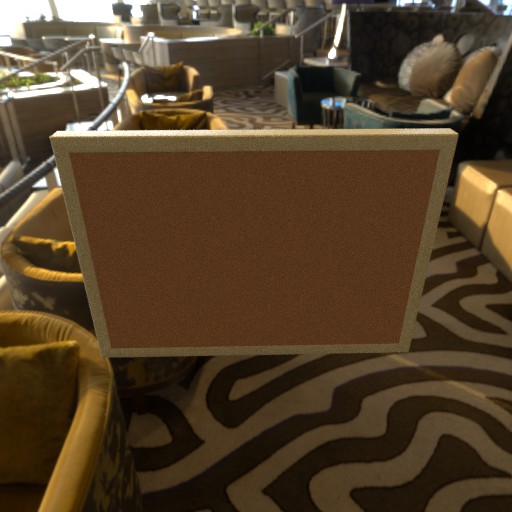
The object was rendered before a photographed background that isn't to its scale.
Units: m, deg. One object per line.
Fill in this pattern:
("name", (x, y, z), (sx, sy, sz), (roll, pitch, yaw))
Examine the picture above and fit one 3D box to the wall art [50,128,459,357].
("wall art", (0.000, 0.000, 0.686), (0.533, 0.381, 0.032), (-1, 30, -1))
